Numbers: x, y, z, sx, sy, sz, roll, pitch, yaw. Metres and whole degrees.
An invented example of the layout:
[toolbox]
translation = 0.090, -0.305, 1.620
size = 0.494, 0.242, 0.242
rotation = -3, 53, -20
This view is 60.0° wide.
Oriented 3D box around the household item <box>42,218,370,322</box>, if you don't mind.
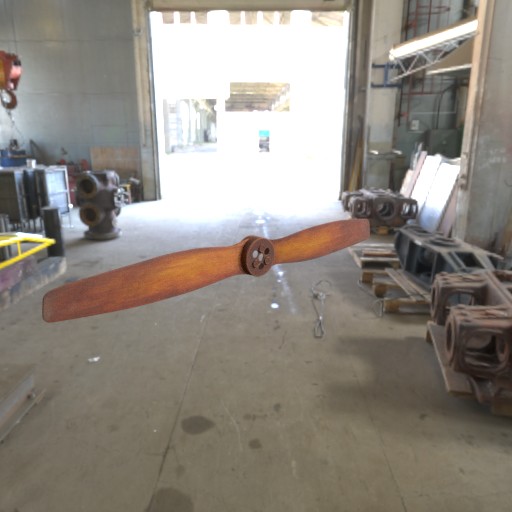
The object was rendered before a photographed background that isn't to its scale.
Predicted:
[household item]
translation = 0.000, 0.000, 1.280
size = 1.181, 0.121, 0.051
rotation = -14, 21, -42
